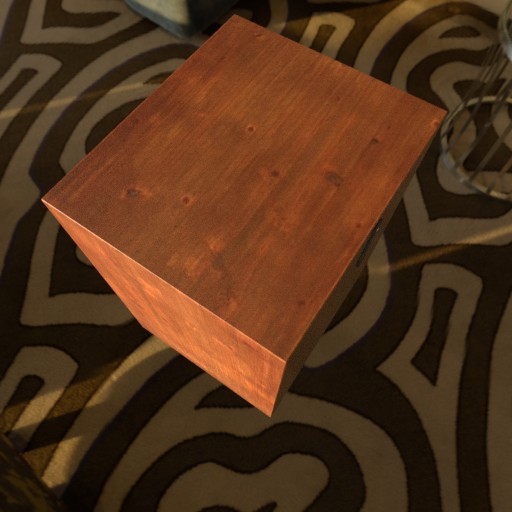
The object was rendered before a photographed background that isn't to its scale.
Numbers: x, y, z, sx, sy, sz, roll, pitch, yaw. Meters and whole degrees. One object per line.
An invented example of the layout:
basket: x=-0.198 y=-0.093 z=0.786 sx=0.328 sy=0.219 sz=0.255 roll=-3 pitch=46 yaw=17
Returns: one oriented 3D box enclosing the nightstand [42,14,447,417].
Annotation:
nightstand: x=0.000 y=0.000 z=0.960 sx=0.410 sy=0.695 sz=0.465 roll=31 pitch=68 yaw=14
